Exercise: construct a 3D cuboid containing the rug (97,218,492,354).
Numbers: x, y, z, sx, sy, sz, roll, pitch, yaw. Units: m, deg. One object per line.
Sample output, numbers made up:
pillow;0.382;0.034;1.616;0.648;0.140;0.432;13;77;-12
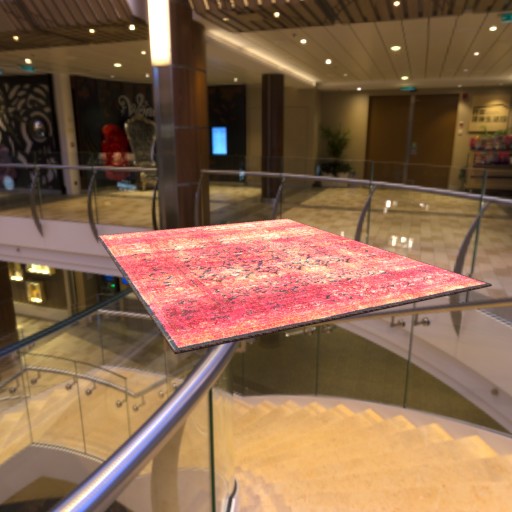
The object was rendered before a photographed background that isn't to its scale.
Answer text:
rug;0.000;0.000;4.072;2.411;0.020;3.032;-7;17;-25
